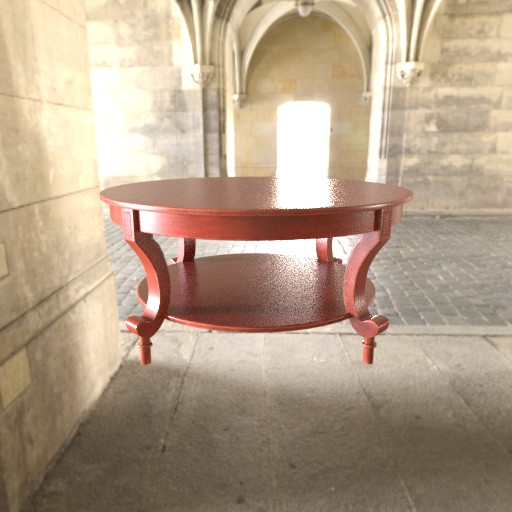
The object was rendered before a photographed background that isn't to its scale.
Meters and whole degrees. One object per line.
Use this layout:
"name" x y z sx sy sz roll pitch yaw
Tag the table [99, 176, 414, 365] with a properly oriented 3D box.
"table" 0.000 0.000 1.587 1.029 0.486 1.029 0 14 0
